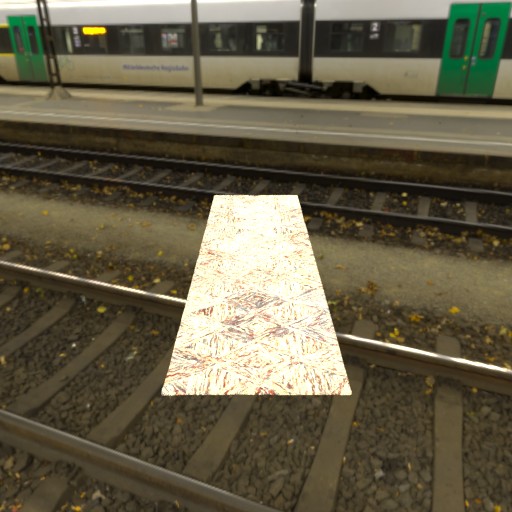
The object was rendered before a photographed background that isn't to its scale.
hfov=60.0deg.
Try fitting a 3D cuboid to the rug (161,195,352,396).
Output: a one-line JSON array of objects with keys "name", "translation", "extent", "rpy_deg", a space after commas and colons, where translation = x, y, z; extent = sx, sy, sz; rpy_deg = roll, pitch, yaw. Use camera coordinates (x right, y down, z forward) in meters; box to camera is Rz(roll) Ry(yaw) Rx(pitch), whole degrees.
[{"name": "rug", "translation": [0.000, 0.000, 2.623], "extent": [0.688, 0.015, 2.292], "rpy_deg": [0, 26, 0]}]
